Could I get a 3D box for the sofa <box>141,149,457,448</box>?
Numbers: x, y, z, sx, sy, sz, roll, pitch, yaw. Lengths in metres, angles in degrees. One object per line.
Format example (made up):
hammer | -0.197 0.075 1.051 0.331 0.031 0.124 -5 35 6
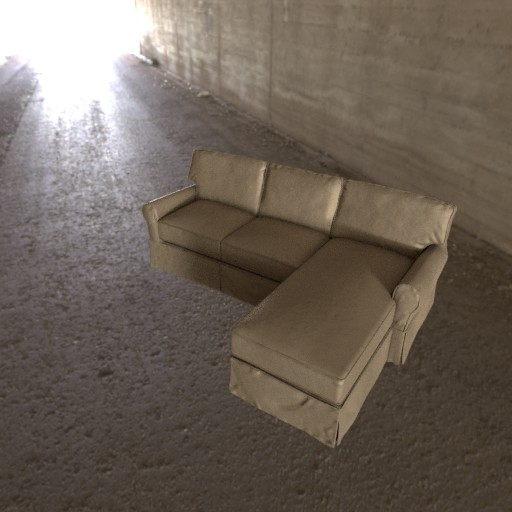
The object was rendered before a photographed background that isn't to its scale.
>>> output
sofa | 0.000 0.000 3.393 2.475 0.978 1.733 19 35 29
